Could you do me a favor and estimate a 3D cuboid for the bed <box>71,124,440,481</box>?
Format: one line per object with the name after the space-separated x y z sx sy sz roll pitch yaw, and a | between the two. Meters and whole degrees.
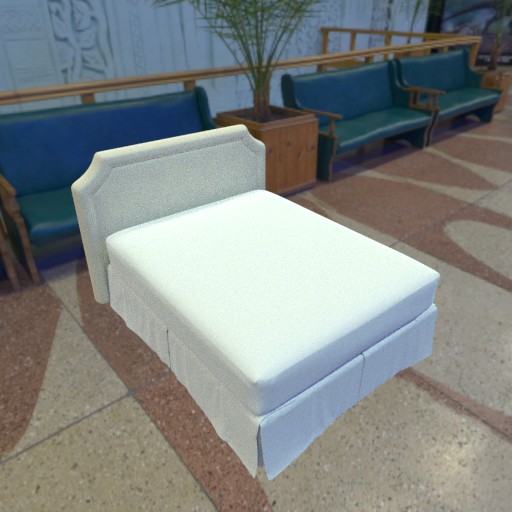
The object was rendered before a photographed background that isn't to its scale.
0.000 0.000 3.262 1.827 1.296 2.209 -22 37 -32 | bed
